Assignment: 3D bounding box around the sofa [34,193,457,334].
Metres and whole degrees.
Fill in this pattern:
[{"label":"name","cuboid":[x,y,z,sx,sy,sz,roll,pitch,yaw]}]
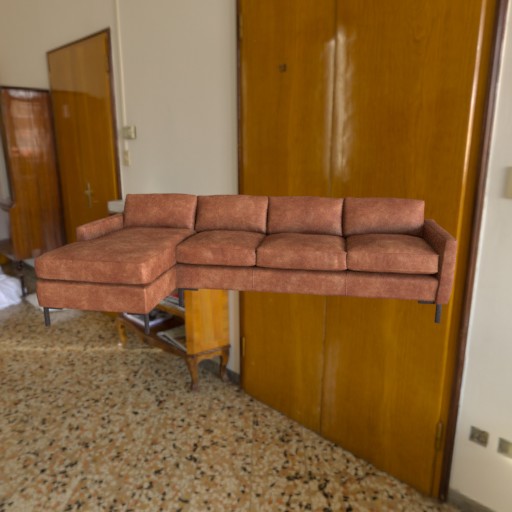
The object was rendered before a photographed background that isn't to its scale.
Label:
[{"label":"sofa","cuboid":[0.000,0.000,3.587,2.993,0.859,1.471,2,14,10]}]
